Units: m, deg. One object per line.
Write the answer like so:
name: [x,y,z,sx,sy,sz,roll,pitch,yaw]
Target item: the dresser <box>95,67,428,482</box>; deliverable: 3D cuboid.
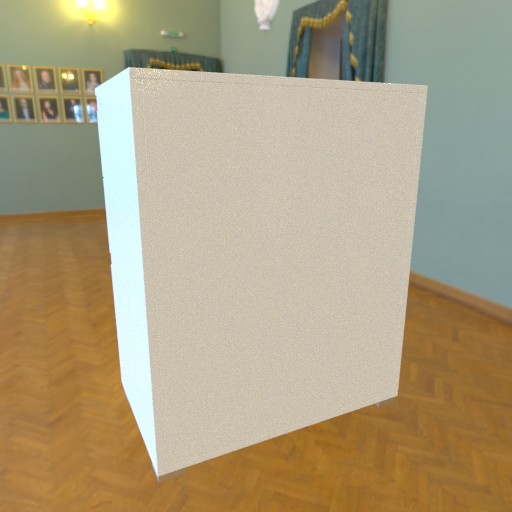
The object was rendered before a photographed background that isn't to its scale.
dresser: [0.000,0.000,1.119,0.650,0.800,0.400,-8,17,-25]
